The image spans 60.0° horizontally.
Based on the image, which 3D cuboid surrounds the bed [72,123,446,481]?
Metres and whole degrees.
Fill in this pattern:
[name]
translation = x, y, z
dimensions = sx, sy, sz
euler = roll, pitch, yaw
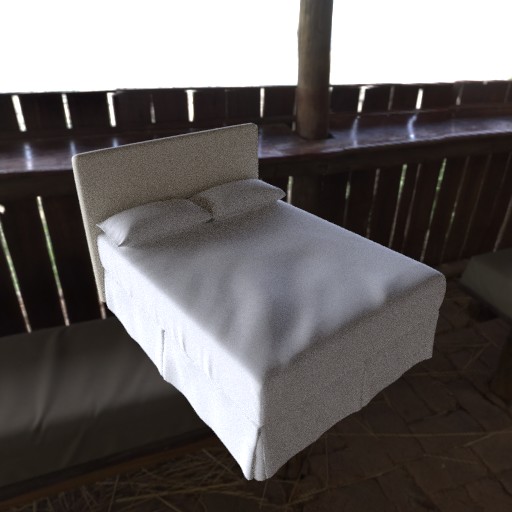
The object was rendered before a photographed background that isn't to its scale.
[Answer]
[bed]
translation = 0.000, 0.000, 3.196
dimensions = 1.714, 1.330, 2.147
euler = -21, 36, -33
